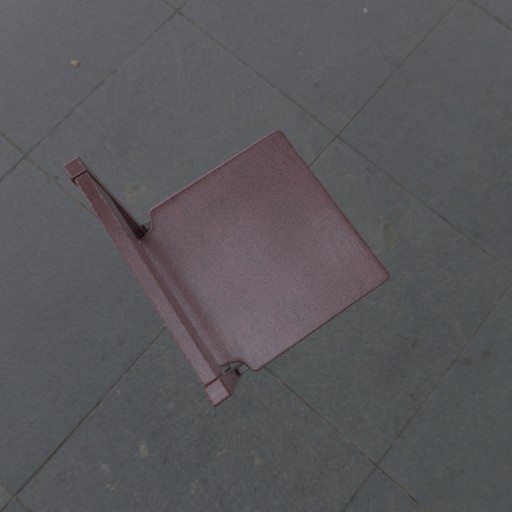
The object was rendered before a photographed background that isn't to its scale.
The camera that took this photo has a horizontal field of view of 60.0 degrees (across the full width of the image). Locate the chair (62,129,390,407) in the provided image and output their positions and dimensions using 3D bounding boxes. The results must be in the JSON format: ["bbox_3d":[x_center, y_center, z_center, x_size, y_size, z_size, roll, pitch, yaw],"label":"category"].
[{"bbox_3d":[0.000,0.000,0.878,0.361,0.668,0.367,-34,80,-7],"label":"chair"}]
